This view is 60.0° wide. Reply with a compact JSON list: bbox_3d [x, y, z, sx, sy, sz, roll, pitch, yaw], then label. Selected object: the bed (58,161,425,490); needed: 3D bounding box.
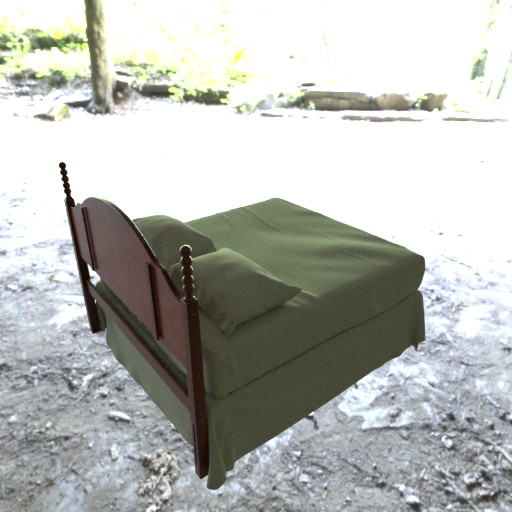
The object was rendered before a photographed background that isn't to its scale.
[{"bbox_3d":[0.000,0.000,3.172,2.040,1.356,1.873,-20,33,-33],"label":"bed"}]
